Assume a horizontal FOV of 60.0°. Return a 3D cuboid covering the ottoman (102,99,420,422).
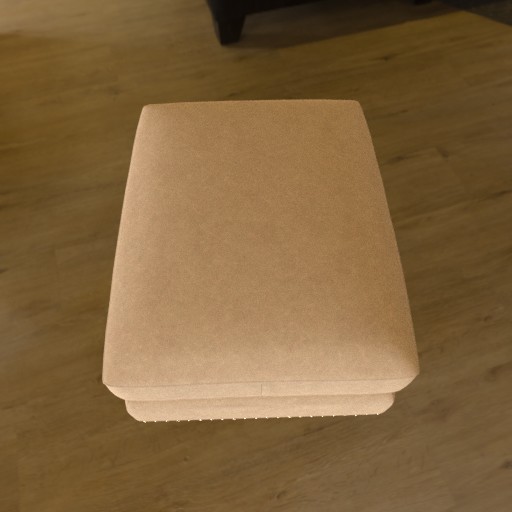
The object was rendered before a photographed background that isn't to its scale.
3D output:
[{"bbox_3d":[0.000,0.000,1.118,0.584,0.513,0.741,-1,59,-1],"label":"ottoman"}]
